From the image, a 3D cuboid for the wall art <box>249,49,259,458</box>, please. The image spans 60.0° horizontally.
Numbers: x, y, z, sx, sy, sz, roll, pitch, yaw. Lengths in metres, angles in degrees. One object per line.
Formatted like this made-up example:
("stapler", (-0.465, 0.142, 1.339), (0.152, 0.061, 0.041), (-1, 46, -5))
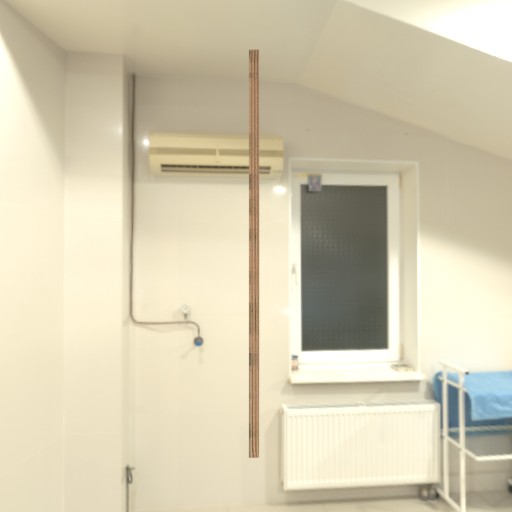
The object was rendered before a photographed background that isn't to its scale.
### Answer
("wall art", (0.000, 0.000, 0.696), (0.010, 0.408, 0.508), (0, -1, 0))
